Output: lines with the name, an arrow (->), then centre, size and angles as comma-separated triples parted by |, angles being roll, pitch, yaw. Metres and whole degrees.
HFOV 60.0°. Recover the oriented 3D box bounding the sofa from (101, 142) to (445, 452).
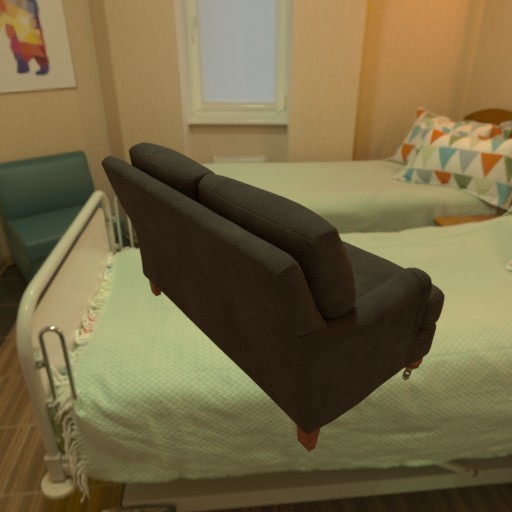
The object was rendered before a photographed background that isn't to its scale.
sofa -> 0.000, 0.000, 2.568 | 1.084, 1.101, 1.853 | -18, 32, -32
